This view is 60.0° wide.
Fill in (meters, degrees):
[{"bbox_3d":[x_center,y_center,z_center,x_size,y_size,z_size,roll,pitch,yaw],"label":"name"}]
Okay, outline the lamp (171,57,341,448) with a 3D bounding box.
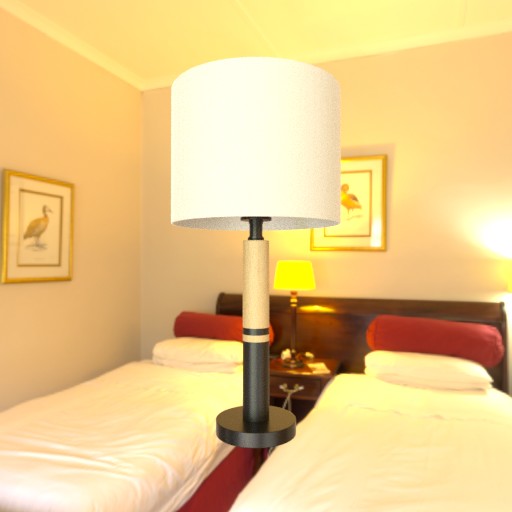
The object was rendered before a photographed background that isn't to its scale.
[{"bbox_3d":[0.000,0.000,0.809,0.305,0.640,0.305,0,-1,-17],"label":"lamp"}]
